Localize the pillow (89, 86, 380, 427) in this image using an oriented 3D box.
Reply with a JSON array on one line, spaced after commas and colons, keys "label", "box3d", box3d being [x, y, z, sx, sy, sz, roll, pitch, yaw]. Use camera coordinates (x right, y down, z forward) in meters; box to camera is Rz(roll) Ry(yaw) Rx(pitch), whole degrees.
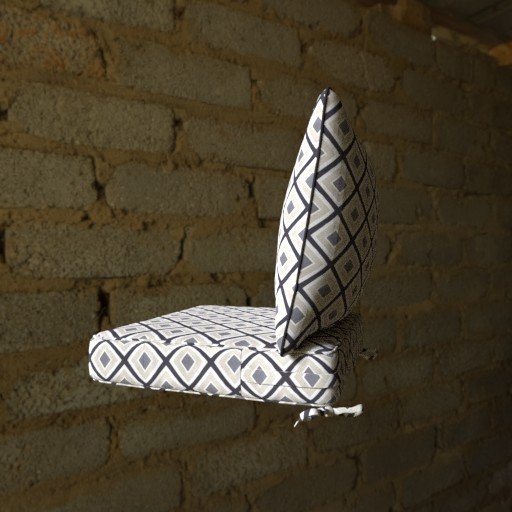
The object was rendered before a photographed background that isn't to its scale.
[{"label": "pillow", "box3d": [0.000, 0.000, 1.367, 0.733, 0.722, 0.798, 0, 1, 18]}]
